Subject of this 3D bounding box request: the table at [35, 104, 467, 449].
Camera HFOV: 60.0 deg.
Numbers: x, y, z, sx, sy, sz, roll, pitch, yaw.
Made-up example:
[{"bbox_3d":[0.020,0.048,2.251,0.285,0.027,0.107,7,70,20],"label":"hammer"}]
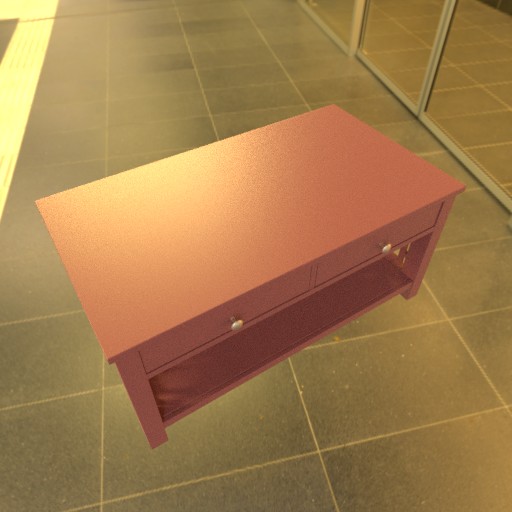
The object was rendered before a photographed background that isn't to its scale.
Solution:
[{"bbox_3d":[0.000,0.000,1.424,1.068,0.493,0.612,-24,50,-22],"label":"table"}]
